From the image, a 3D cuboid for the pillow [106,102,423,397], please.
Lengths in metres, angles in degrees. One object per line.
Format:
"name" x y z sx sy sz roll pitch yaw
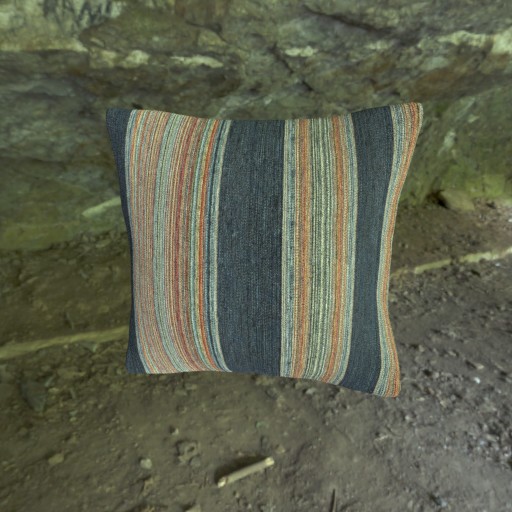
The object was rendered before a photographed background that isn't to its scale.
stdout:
"pillow" 0.000 0.000 0.645 0.437 0.419 0.136 2 14 9
